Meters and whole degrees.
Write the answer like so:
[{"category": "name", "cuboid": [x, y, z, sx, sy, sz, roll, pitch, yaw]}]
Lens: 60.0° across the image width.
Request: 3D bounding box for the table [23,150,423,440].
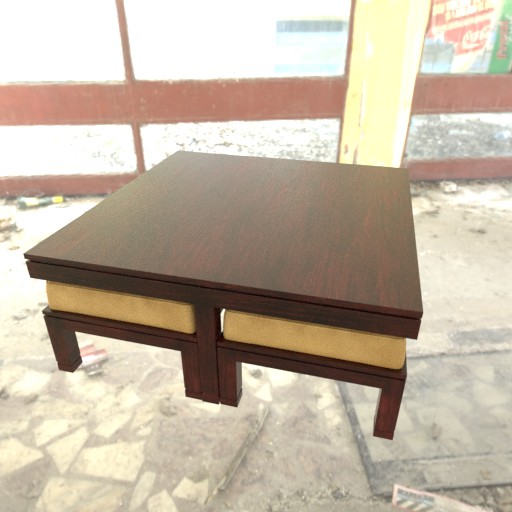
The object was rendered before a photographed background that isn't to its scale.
[{"category": "table", "cuboid": [0.000, 0.000, 1.361, 0.865, 0.356, 0.865, 7, 30, 13]}]
